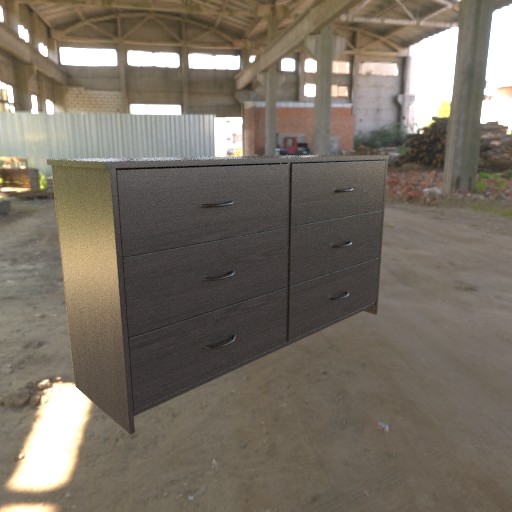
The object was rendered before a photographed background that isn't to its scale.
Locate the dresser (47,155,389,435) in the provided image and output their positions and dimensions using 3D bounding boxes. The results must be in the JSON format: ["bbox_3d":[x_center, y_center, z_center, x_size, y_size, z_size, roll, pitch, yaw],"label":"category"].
[{"bbox_3d":[0.000,0.000,1.732,1.360,0.755,0.401,-13,19,-43],"label":"dresser"}]
